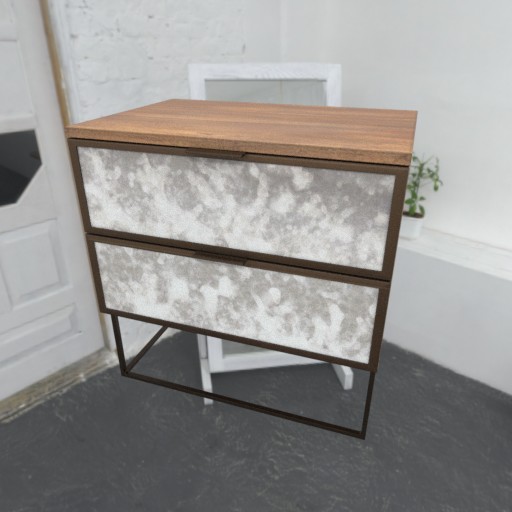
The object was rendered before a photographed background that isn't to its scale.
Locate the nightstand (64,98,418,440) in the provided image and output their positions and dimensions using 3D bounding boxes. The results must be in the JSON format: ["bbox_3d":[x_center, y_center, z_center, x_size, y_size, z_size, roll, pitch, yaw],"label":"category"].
[{"bbox_3d":[0.000,0.000,1.019,0.605,0.611,0.427,9,28,17],"label":"nightstand"}]
